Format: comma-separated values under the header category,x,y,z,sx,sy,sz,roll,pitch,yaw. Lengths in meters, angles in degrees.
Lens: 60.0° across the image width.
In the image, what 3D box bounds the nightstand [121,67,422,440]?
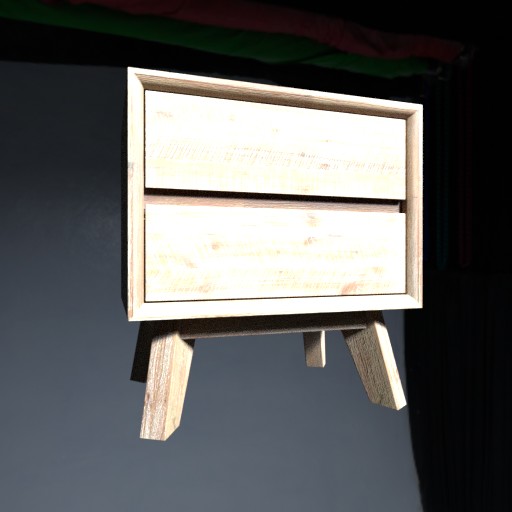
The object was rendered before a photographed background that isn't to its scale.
category,x,y,z,sx,sy,sz,roll,pitch,yaw
nightstand,0.000,0.000,0.965,0.552,0.589,0.396,0,0,-18
